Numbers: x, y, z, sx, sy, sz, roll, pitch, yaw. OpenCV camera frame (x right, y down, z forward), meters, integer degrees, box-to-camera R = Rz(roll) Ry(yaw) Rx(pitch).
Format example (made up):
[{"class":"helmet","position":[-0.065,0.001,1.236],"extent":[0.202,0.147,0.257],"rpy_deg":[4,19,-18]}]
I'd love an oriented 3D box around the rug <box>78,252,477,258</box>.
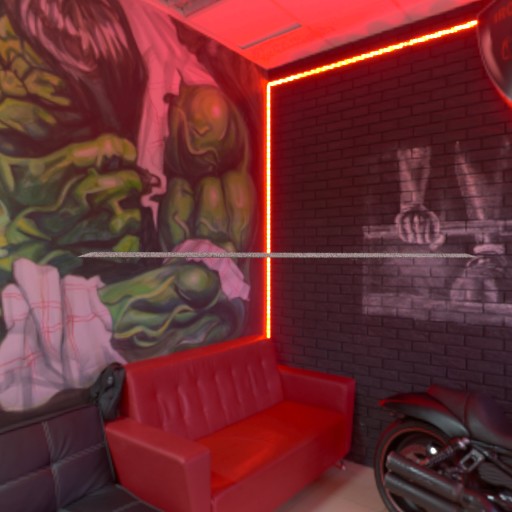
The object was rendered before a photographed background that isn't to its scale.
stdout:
[{"class":"rug","position":[0.000,0.000,4.053],"extent":[2.933,0.027,2.332],"rpy_deg":[0,0,-19]}]
